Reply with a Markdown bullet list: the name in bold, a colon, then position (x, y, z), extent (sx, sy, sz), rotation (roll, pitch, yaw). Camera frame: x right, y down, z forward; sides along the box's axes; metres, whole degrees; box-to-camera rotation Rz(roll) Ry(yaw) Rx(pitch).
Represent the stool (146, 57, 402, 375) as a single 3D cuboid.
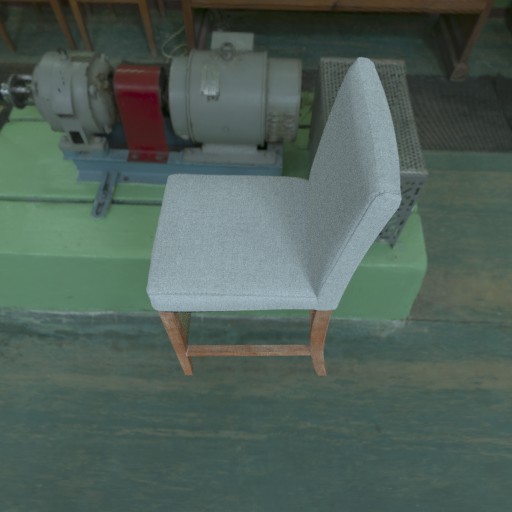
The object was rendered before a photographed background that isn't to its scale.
- **stool**: position (0.000, 0.000, 1.375), extent (0.570, 1.088, 0.439), rotation (1, 58, 0)
